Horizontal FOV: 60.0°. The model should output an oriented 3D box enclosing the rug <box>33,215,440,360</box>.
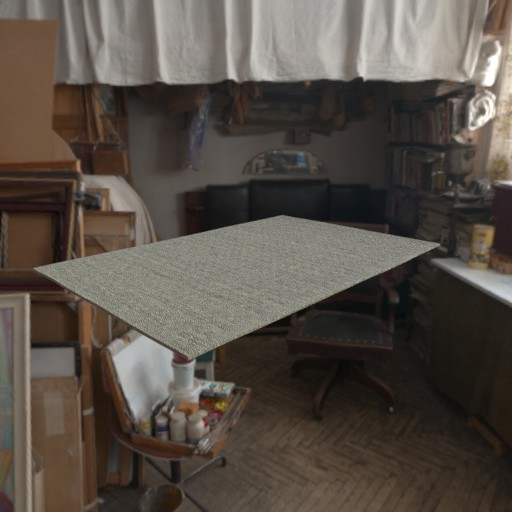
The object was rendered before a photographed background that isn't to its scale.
[{"bbox_3d":[0.000,0.000,2.948,1.532,0.018,2.297,15,22,42],"label":"rug"}]
